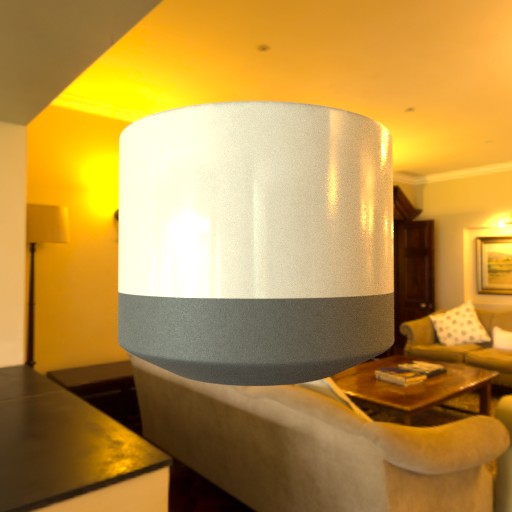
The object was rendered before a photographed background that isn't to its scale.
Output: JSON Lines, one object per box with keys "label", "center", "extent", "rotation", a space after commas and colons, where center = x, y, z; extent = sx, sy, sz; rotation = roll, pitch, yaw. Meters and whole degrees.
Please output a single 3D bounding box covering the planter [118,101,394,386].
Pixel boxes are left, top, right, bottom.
{"label": "planter", "center": [0.000, 0.000, 0.216], "extent": [0.128, 0.105, 0.128], "rotation": [0, -1, 0]}
